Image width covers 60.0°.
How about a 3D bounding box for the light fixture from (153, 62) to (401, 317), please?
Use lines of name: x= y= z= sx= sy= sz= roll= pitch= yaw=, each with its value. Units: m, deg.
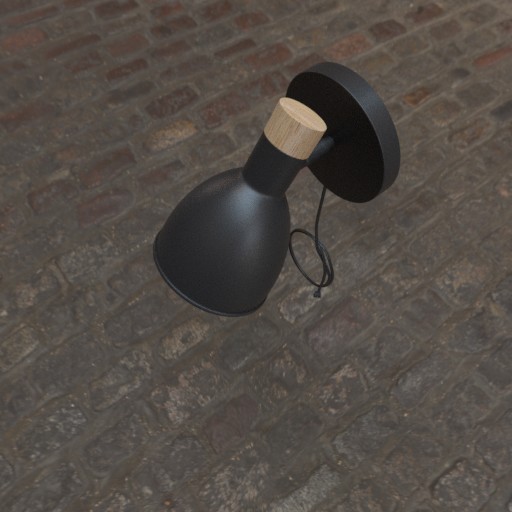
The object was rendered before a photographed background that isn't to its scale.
light fixture: x=0.000 y=0.000 z=0.488 sx=0.203 sy=0.401 sz=0.127 roll=-35 pitch=69 yaw=-15
